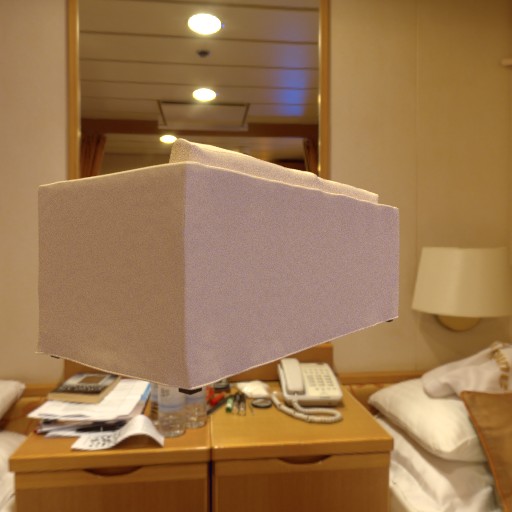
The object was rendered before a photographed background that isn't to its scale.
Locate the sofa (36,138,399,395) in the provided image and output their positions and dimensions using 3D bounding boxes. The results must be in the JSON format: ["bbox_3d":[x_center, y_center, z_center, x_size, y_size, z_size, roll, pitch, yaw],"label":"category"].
[{"bbox_3d":[0.000,0.000,2.421,0.940,0.870,1.987,1,1,37],"label":"sofa"}]
